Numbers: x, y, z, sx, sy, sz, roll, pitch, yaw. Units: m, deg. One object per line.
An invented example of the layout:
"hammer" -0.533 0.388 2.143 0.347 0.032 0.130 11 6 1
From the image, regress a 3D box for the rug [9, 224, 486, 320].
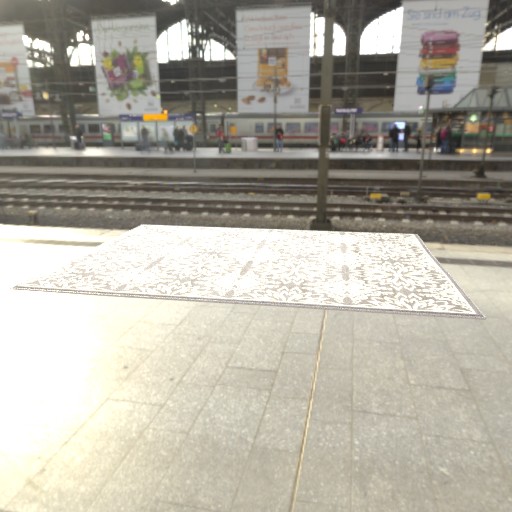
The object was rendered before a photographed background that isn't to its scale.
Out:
"rug" 0.000 0.000 2.778 2.213 0.014 1.608 3 16 9
